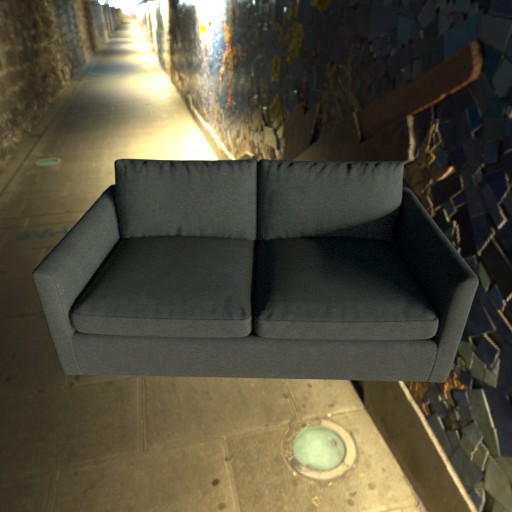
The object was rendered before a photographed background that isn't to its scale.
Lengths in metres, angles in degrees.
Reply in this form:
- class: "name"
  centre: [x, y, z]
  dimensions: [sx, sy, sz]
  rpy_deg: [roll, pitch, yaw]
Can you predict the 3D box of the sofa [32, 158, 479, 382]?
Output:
- class: "sofa"
  centre: [0.000, 0.000, 2.438]
  dimensions: [1.909, 0.845, 1.091]
  rpy_deg: [1, 29, 1]
